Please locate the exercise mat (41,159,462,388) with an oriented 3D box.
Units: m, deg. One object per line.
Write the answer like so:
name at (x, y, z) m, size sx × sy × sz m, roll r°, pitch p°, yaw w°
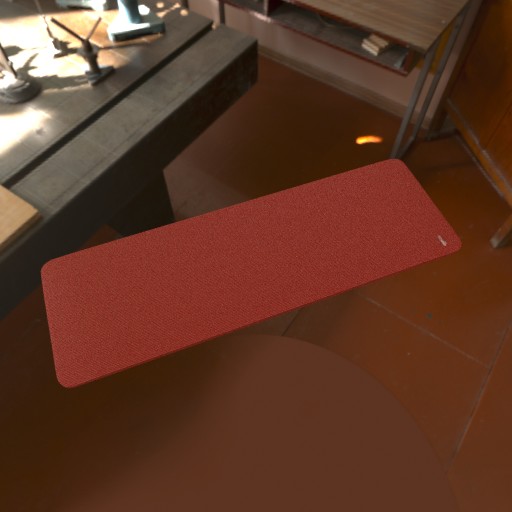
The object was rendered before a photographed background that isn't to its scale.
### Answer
exercise mat at (0.000, 0.000, 2.036) m, size 1.869 × 0.021 × 0.616 m, roll -18°, pitch 60°, yaw -11°
